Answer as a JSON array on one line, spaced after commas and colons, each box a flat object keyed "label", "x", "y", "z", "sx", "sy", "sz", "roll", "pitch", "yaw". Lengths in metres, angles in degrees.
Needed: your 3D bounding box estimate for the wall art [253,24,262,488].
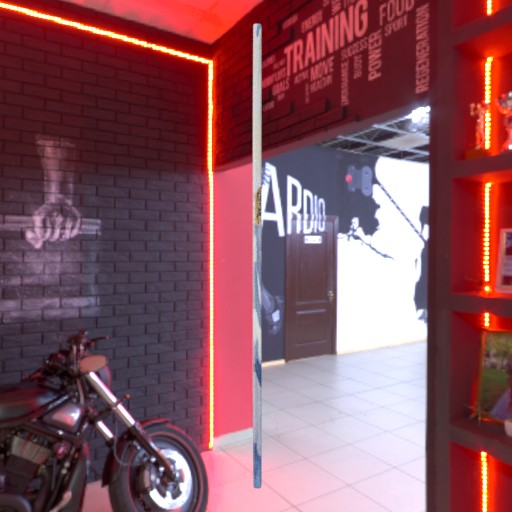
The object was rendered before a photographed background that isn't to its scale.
[{"label": "wall art", "x": 0.000, "y": 0.000, "z": 1.173, "sx": 0.016, "sy": 0.914, "sz": 0.610, "roll": 0, "pitch": 0, "yaw": -1}]
